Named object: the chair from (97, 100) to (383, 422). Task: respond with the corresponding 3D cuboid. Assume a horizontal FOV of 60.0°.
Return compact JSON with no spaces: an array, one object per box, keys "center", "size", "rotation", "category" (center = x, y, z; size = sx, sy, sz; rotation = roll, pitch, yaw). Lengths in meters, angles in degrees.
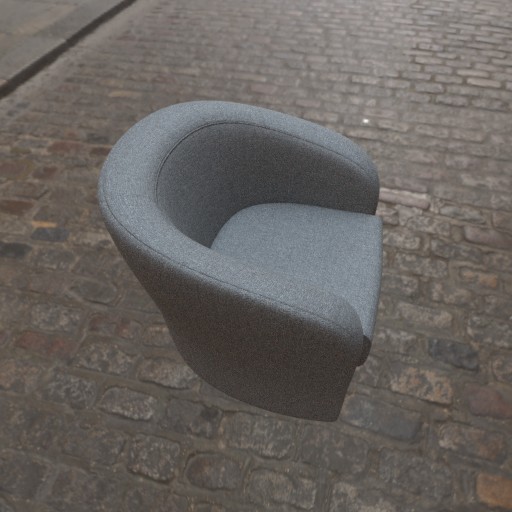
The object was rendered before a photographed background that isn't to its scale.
[{"center":[0.000,0.000,1.454],"size":[0.815,0.771,0.791],"rotation":[11,47,10],"category":"chair"}]
